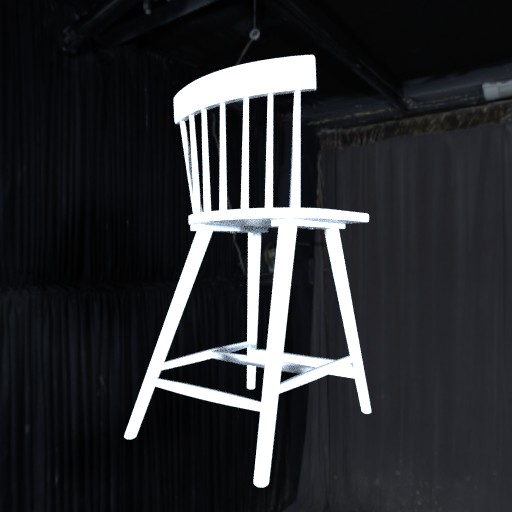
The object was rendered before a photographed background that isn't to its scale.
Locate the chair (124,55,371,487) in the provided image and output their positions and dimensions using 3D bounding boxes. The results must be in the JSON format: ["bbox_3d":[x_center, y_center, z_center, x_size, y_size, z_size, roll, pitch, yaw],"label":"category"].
[{"bbox_3d":[0.000,0.000,1.259,0.483,0.952,0.572,-1,-1,36],"label":"chair"}]
